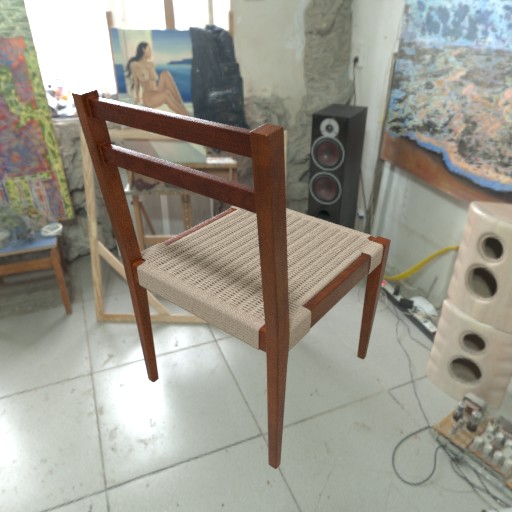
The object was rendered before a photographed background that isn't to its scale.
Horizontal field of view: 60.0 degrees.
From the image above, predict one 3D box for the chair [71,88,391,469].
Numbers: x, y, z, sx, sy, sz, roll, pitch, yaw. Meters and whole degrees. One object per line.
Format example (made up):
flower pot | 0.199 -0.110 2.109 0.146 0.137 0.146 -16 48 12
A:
chair | 0.000 0.000 1.160 0.495 0.851 0.569 22 37 32
